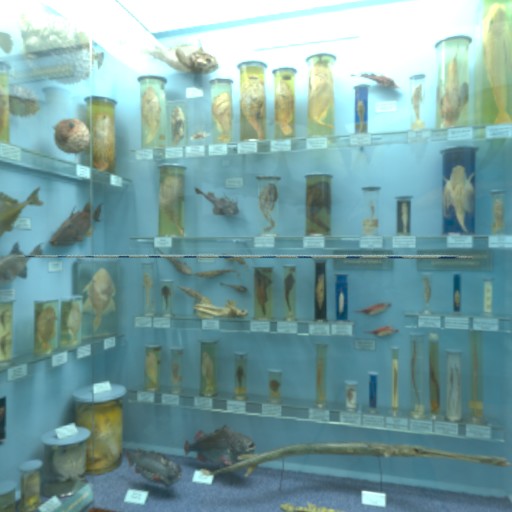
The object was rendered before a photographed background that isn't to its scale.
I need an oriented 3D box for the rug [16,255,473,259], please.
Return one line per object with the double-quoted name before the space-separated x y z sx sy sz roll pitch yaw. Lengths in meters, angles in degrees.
"rug" 0.000 0.000 2.260 1.830 0.008 1.225 0 0 18
